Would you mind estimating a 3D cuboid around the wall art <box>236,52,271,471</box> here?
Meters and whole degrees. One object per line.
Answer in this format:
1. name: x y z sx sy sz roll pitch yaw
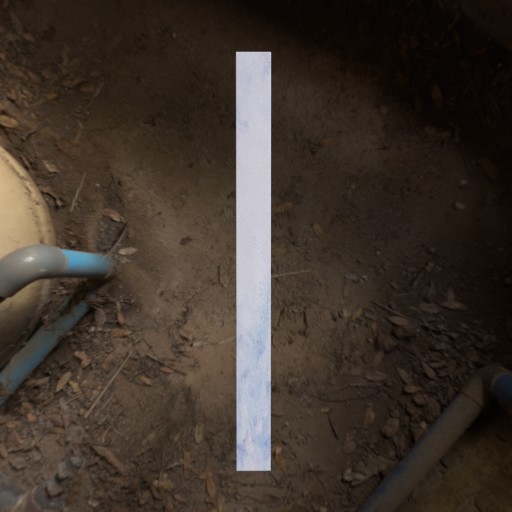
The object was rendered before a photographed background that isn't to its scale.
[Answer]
1. wall art: 0.000 0.000 0.751 0.036 0.581 0.437 0 92 1
